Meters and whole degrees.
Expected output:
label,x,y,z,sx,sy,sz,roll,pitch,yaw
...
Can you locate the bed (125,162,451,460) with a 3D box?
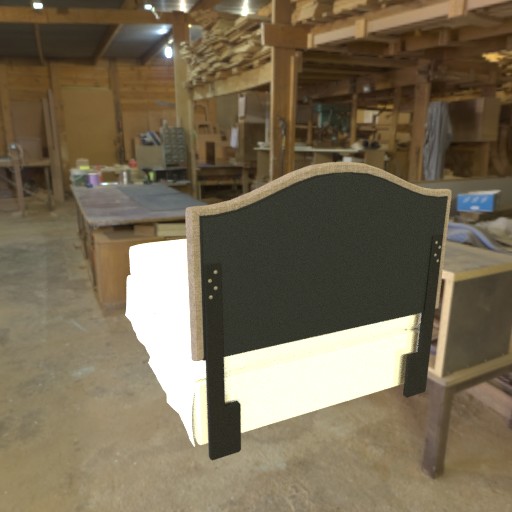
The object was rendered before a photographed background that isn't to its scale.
label,x,y,z,sx,sy,sz,roll,pitch,yaw
bed,0.000,0.000,3.383,1.713,1.518,2.153,-7,17,-24
